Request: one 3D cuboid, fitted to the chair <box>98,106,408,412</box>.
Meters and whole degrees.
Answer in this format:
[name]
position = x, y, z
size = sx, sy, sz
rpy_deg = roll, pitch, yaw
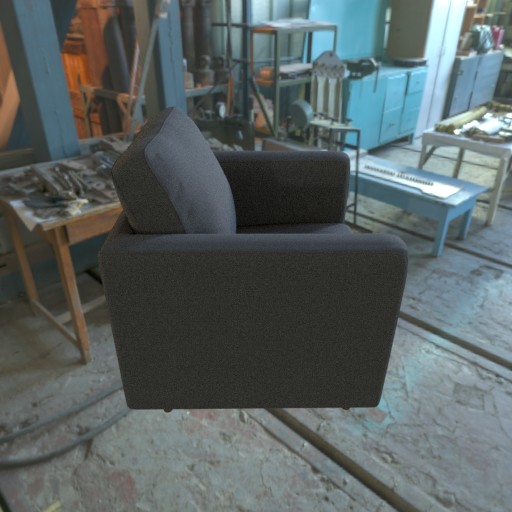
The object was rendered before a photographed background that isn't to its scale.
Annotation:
[chair]
position = 0.000, 0.000, 1.547
size = 0.800, 0.927, 0.854
rpy_deg = -1, 30, -1
